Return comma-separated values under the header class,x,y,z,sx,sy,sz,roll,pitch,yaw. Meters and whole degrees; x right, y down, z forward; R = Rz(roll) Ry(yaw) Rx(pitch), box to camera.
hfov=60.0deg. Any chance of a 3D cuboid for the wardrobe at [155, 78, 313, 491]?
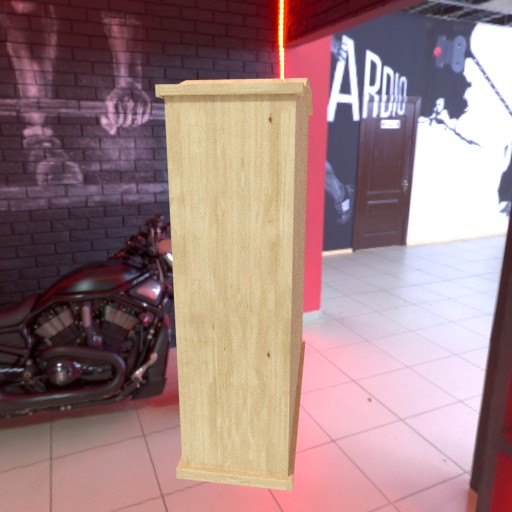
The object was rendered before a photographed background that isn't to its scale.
class,x,y,z,sx,sy,sz,roll,pitch,yaw
wardrobe,0.000,0.000,2.594,0.570,1.870,1.500,2,15,8
